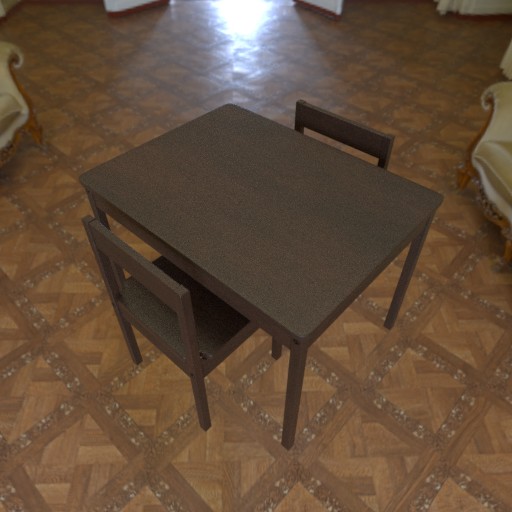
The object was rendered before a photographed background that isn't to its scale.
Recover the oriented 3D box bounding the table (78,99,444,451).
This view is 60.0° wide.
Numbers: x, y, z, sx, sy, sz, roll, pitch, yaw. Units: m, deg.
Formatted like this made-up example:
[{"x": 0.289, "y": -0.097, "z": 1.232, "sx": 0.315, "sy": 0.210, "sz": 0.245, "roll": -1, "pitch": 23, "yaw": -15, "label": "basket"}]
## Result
[{"x": 0.000, "y": 0.000, "z": 1.120, "sx": 0.650, "sy": 0.503, "sz": 0.672, "roll": 33, "pitch": 53, "yaw": 28, "label": "table"}]
